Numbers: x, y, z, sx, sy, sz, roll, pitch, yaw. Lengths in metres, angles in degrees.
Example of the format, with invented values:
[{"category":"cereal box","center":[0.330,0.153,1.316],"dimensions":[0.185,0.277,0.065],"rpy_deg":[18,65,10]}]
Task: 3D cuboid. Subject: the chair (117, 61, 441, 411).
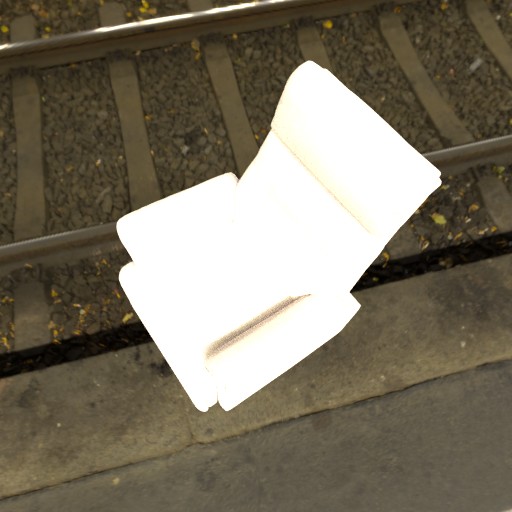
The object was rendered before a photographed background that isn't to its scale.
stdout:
[{"category":"chair","center":[0.000,0.000,1.720],"dimensions":[1.001,1.039,0.820],"rpy_deg":[-33,68,-15]}]
